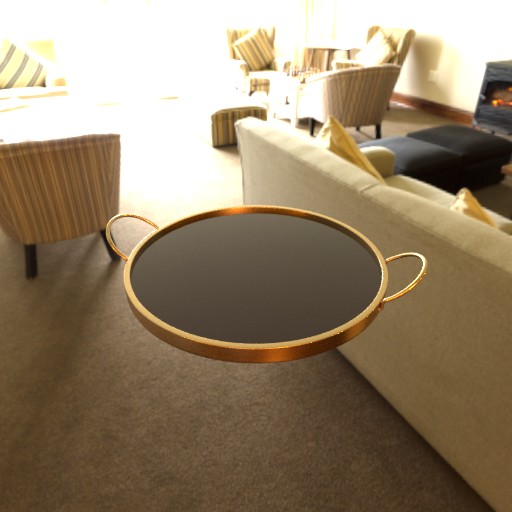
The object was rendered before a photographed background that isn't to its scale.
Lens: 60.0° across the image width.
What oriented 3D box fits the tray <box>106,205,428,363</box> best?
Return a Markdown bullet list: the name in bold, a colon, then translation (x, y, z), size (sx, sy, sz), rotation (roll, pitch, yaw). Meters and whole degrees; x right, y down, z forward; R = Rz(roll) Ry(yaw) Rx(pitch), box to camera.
- **tray**: translation (0.000, 0.000, 0.754), size (0.543, 0.069, 0.438), rotation (9, 32, 14)
